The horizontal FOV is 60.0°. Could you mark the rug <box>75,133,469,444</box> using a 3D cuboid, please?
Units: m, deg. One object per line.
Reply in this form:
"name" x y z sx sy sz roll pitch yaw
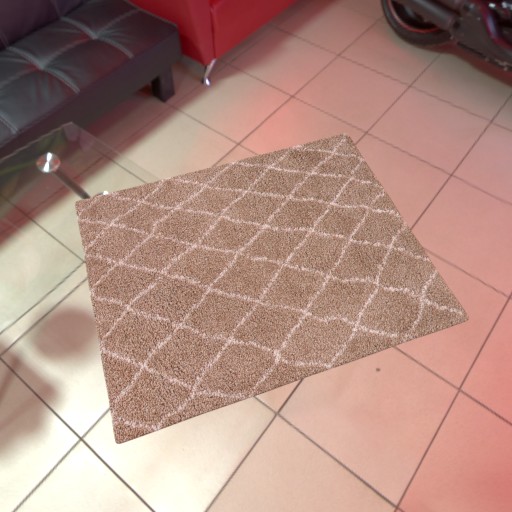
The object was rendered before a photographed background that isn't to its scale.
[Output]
"rug" 0.000 0.000 4.152 3.047 0.029 2.438 -16 59 -10
